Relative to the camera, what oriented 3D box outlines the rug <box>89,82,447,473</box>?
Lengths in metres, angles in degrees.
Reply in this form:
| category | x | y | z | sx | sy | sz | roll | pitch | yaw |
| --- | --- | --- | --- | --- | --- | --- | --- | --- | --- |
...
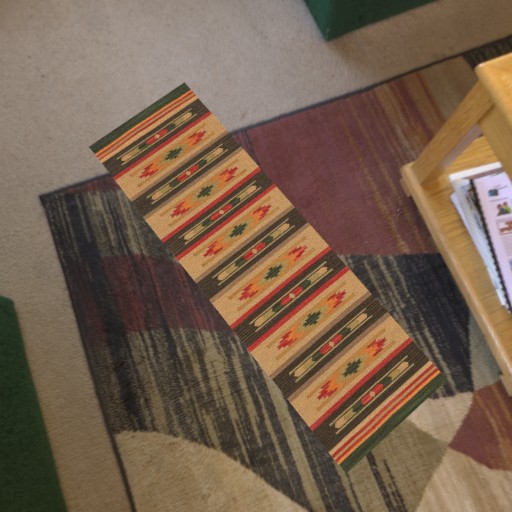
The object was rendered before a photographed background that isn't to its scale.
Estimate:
| category | x | y | z | sx | sy | sz | roll | pitch | yaw |
| --- | --- | --- | --- | --- | --- | --- | --- | --- | --- |
| rug | 0.000 | 0.000 | 2.632 | 0.760 | 0.009 | 2.440 | -38 | 79 | -9 |
